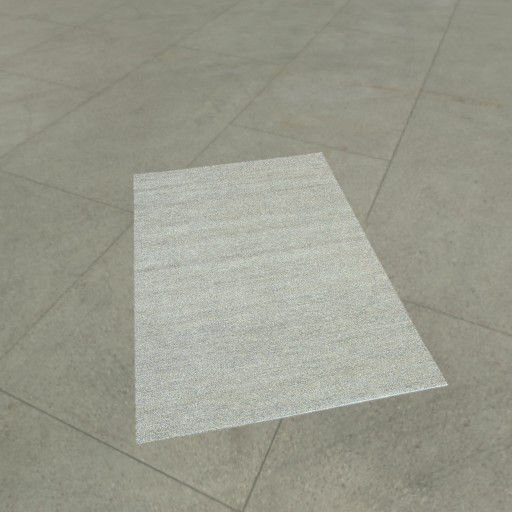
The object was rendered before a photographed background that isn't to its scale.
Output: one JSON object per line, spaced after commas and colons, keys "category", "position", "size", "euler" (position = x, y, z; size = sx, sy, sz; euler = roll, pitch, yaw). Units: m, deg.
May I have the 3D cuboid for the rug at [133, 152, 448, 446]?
{"category": "rug", "position": [0.000, 0.000, 2.995], "size": [1.624, 0.030, 2.264], "euler": [-8, 46, -8]}
